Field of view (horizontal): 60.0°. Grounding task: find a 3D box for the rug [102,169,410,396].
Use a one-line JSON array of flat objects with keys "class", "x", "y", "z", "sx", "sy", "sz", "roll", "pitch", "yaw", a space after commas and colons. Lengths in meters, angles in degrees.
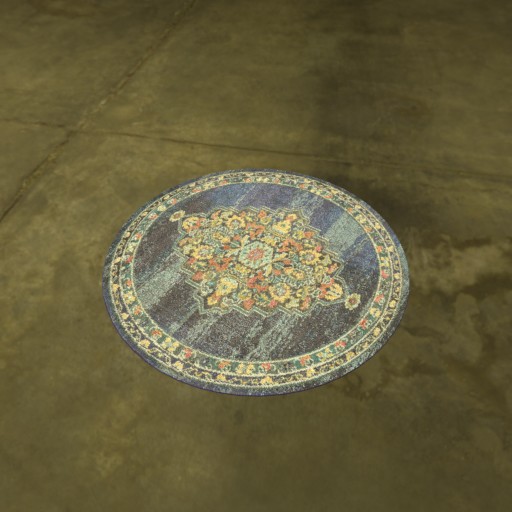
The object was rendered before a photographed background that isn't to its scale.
[{"class": "rug", "x": 0.000, "y": 0.000, "z": 2.357, "sx": 1.591, "sy": 0.010, "sz": 1.591, "roll": 0, "pitch": 46, "yaw": 0}]
